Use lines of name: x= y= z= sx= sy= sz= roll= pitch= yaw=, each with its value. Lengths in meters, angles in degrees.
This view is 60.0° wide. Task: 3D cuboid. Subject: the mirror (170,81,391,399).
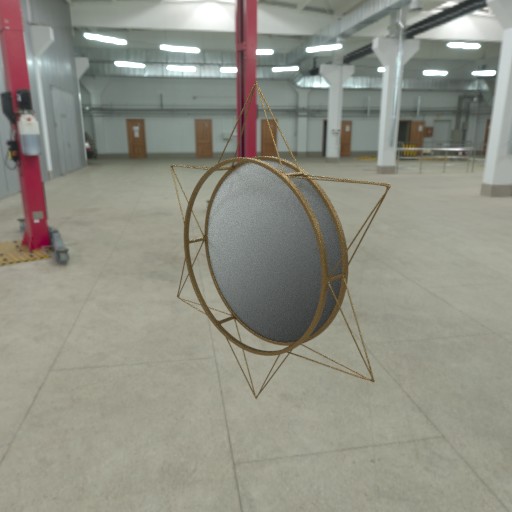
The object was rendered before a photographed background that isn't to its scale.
mirror: x=0.000 y=0.000 z=0.789 sx=0.498 sy=0.581 sz=0.062 roll=15 pitch=22 yaw=43
